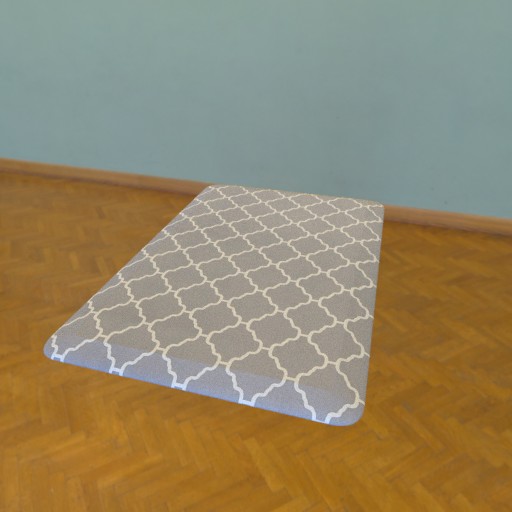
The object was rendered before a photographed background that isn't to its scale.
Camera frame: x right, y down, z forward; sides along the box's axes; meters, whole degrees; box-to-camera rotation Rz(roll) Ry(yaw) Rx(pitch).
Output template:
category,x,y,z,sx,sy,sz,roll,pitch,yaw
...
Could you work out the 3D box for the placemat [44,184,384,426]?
category,x,y,z,sx,sy,sz,roll,pitch,yaw
placemat,0.000,0.000,0.946,0.508,0.021,0.762,8,31,14
